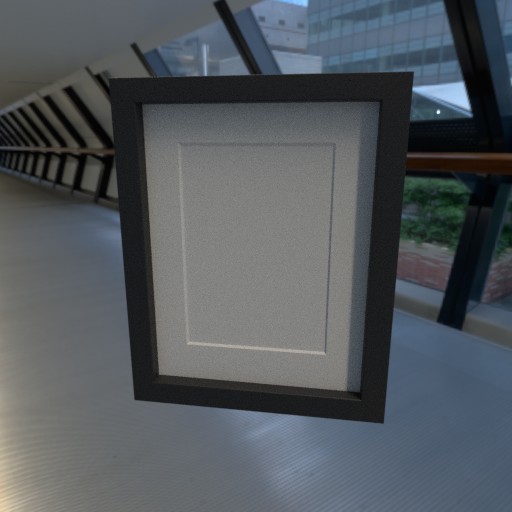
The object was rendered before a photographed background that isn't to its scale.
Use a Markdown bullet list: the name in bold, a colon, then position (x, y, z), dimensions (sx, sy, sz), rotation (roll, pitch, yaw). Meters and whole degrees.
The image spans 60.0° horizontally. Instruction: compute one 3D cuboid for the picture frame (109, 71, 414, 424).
- **picture frame**: position (0.000, 0.000, 0.506), dimensions (0.307, 0.383, 0.036), rotation (2, 15, 9)
